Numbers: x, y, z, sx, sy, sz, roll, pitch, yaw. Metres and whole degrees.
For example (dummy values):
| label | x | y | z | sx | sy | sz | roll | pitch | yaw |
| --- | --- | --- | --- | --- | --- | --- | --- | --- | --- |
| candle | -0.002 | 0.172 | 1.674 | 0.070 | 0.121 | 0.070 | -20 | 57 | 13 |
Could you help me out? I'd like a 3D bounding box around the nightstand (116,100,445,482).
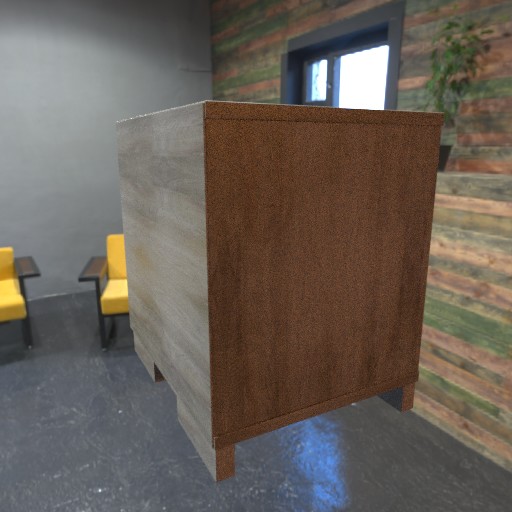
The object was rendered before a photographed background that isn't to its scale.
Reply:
| label | x | y | z | sx | sy | sz | roll | pitch | yaw |
| --- | --- | --- | --- | --- | --- | --- | --- | --- | --- |
| nightstand | 0.000 | 0.000 | 0.751 | 0.347 | 0.448 | 0.427 | -7 | 16 | -27 |
